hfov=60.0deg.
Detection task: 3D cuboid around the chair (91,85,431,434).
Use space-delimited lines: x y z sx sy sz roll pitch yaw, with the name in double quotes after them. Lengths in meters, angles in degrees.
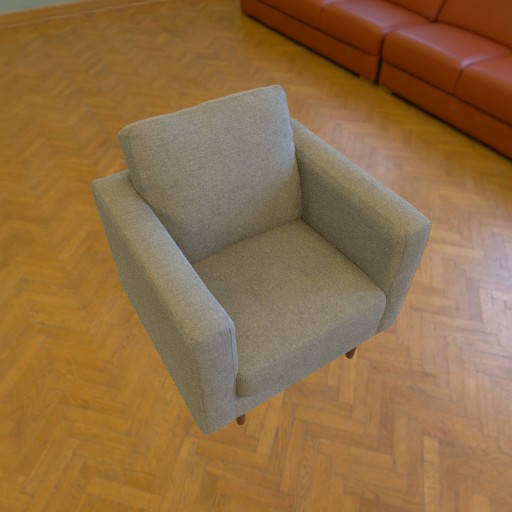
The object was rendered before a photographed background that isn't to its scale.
0.000 0.000 1.591 0.855 0.927 0.800 -24 50 -22 "chair"
